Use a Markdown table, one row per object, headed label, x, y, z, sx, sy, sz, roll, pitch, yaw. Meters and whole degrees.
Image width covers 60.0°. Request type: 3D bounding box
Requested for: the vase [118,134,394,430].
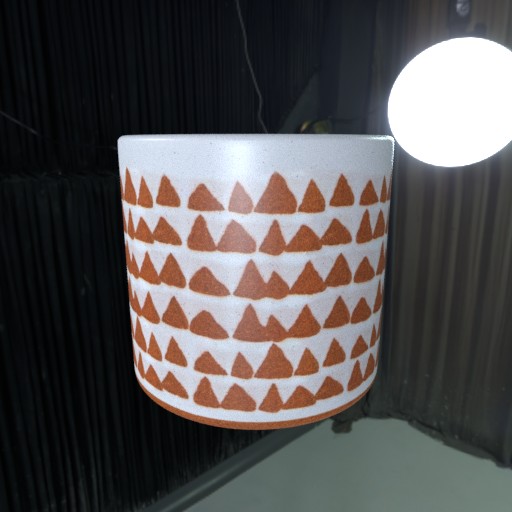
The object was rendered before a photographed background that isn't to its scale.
| label | x | y | z | sx | sy | sz | roll | pitch | yaw |
| --- | --- | --- | --- | --- | --- | --- | --- | --- | --- |
| vase | 0.000 | 0.000 | 0.244 | 0.137 | 0.127 | 0.137 | 0 | 14 | 0 |
